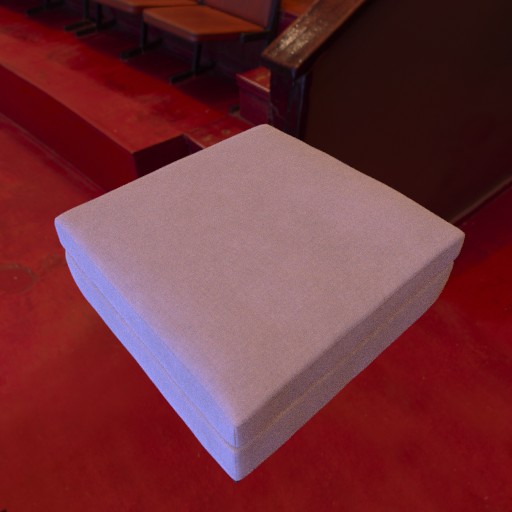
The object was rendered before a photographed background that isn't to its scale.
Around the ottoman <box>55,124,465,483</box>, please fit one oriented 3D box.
[{"bbox_3d":[0.000,0.000,1.822,1.203,0.517,1.171,-32,53,-28],"label":"ottoman"}]
